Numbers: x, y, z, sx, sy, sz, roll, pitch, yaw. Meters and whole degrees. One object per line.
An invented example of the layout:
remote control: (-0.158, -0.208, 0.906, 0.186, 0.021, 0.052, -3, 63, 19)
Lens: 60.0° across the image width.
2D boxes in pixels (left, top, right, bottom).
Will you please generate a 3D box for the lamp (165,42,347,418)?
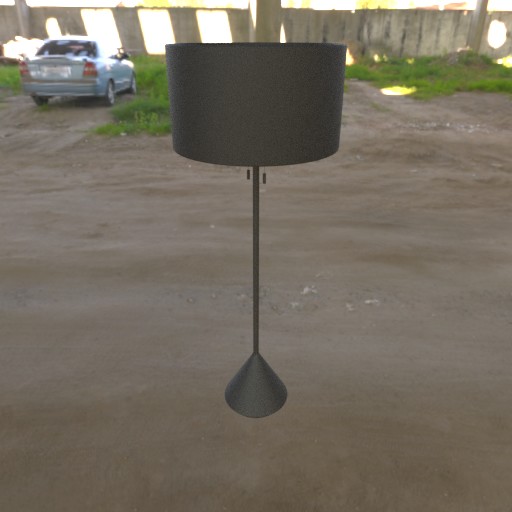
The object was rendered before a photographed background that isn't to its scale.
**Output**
lamp: (0.000, 0.000, 1.766, 0.580, 1.526, 0.580, -17, 31, -30)
